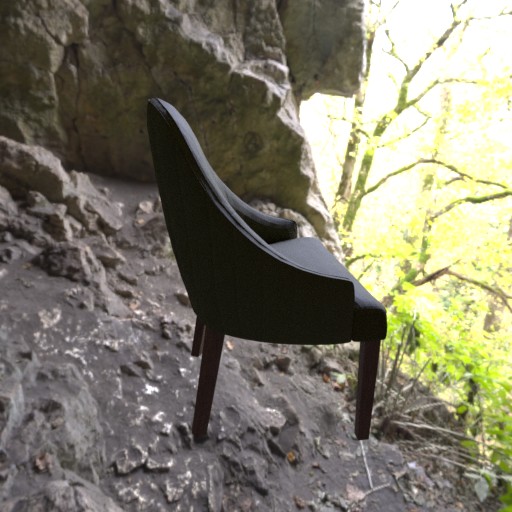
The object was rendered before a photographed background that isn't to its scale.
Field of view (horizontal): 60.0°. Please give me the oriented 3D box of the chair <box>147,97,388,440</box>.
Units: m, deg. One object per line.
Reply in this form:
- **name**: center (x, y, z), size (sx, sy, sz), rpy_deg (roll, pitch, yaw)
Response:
- **chair**: center (0.000, 0.000, 1.321), size (0.575, 0.889, 0.643), rpy_deg (-3, 19, -8)
